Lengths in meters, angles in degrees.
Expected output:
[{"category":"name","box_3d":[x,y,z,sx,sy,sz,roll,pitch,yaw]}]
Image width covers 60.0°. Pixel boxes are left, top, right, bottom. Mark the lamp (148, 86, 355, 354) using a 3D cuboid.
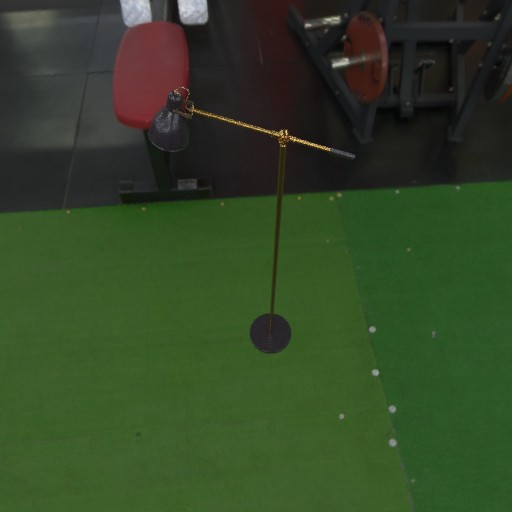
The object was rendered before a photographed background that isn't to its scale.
[{"category":"lamp","box_3d":[0.000,0.000,1.834,0.618,1.628,0.235,-2,57,-1]}]
